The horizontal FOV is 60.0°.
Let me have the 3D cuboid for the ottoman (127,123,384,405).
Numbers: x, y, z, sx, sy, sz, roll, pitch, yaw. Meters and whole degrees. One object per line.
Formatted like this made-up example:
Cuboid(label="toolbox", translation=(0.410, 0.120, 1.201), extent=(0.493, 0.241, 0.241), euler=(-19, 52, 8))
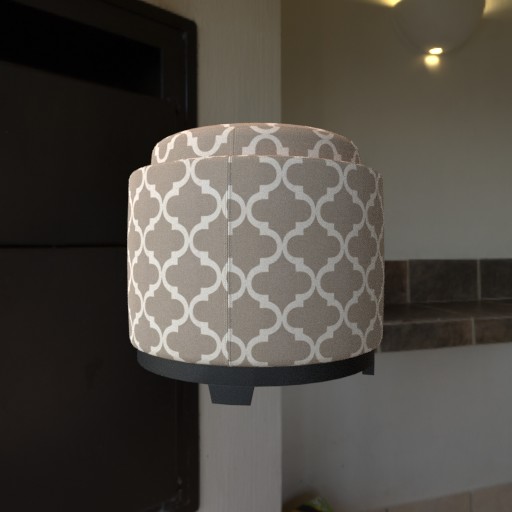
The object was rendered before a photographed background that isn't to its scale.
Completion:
Cuboid(label="ottoman", translation=(0.000, 0.000, 0.862), extent=(0.480, 0.429, 0.480), euler=(0, 1, 0))
